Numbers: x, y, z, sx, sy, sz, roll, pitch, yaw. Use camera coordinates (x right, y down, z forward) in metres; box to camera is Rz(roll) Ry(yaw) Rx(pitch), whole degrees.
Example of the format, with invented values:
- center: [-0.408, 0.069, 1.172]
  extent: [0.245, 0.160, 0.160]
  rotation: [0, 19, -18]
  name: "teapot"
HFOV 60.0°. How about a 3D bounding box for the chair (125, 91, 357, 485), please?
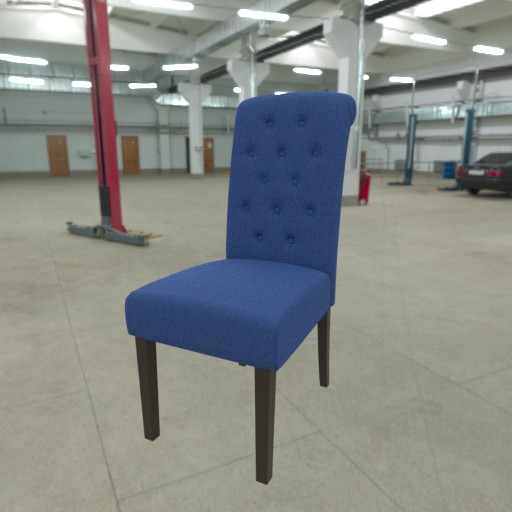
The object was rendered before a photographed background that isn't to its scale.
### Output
- center: [0.000, 0.000, 1.365]
  extent: [0.456, 1.006, 0.671]
  rotation: [7, 15, 27]
  name: "chair"
